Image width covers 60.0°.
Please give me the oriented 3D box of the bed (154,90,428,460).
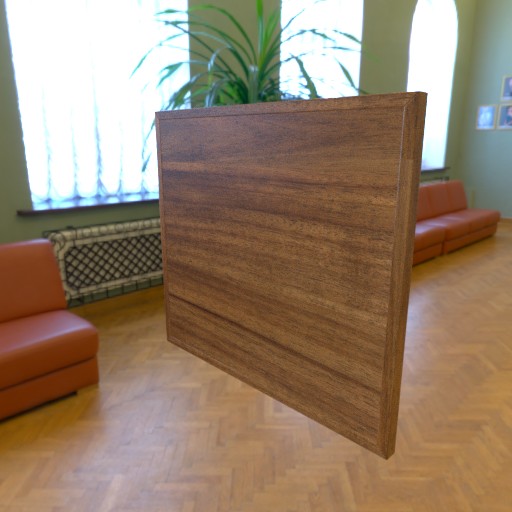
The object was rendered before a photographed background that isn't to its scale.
[{"bbox_3d":[0.000,0.000,1.446,1.041,0.940,0.043,14,20,43],"label":"bed"}]
